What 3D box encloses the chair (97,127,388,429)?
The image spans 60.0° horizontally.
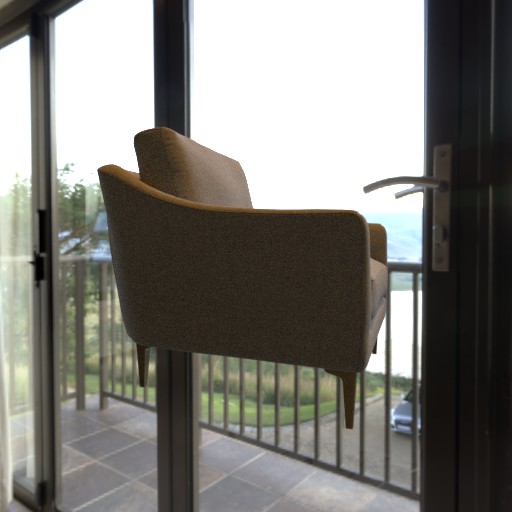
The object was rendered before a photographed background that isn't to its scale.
[{"bbox_3d":[0.000,0.000,1.734,0.961,0.902,0.986,1,2,19],"label":"chair"}]
